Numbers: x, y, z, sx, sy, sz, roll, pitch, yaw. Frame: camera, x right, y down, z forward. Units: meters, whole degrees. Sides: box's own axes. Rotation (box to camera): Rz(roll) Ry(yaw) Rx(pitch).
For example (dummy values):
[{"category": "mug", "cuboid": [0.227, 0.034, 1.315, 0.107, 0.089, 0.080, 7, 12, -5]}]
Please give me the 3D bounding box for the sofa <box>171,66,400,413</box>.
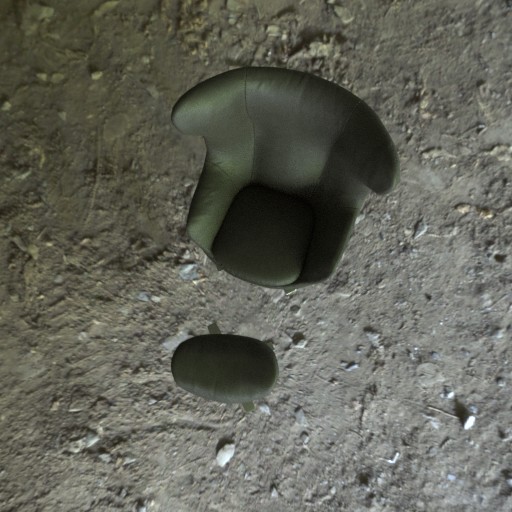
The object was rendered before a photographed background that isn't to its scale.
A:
[{"category": "sofa", "cuboid": [0.000, 0.000, 2.073, 0.894, 1.135, 1.444, 18, 76, 5]}]
